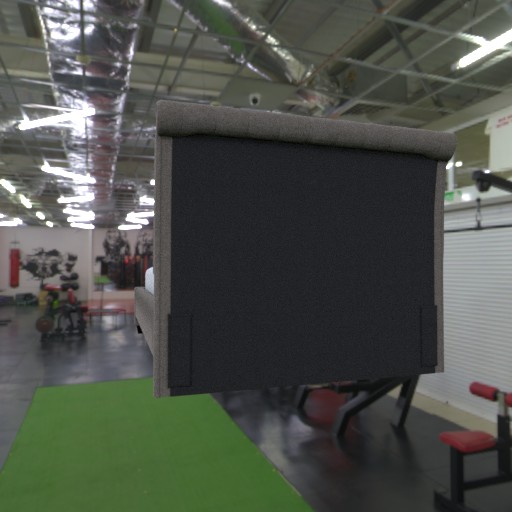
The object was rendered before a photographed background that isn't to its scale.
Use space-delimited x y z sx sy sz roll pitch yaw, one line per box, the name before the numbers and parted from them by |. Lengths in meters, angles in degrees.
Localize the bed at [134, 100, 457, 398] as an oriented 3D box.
bed | 0.000 0.000 3.273 1.645 1.371 2.252 0 -1 -18
